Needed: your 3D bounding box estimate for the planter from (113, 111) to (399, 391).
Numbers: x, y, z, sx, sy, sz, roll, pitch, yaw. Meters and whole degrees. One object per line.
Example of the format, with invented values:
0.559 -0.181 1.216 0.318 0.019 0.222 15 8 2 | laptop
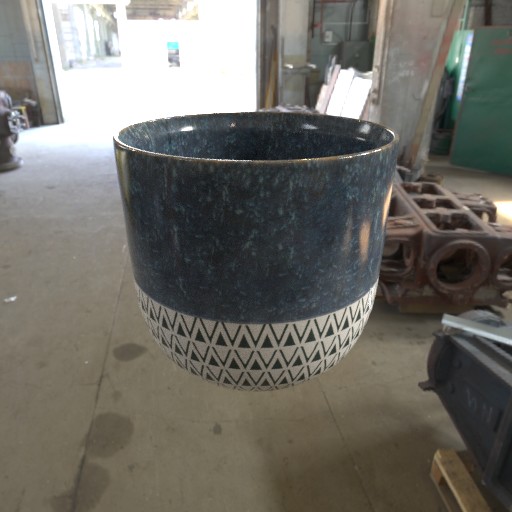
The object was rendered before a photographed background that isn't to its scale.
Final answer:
0.000 0.000 0.484 0.266 0.270 0.266 0 25 0 | planter
